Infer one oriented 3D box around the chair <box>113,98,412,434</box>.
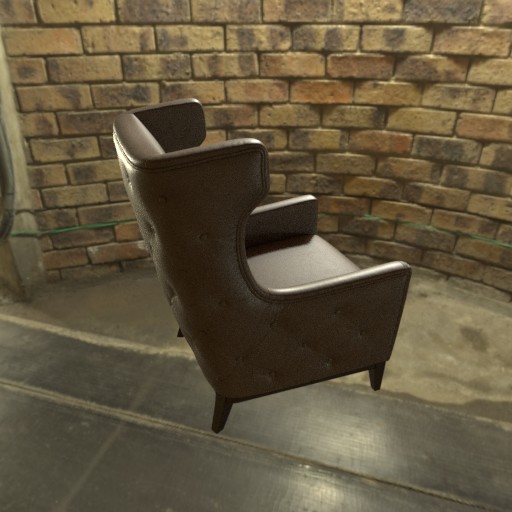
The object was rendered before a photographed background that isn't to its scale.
[{"bbox_3d":[0.000,0.000,1.711,0.899,1.079,0.769,-11,31,-19],"label":"chair"}]
